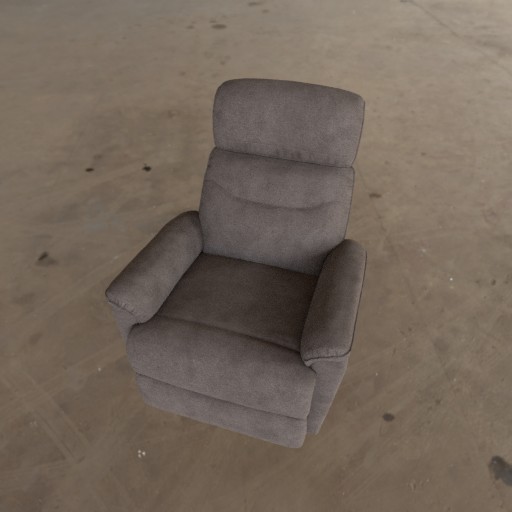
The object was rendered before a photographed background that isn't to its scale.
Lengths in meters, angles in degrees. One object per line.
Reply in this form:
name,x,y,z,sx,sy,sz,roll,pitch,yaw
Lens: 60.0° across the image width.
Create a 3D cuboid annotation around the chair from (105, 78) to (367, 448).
chair,0.000,0.000,1.709,0.830,1.036,1.009,12,42,13
